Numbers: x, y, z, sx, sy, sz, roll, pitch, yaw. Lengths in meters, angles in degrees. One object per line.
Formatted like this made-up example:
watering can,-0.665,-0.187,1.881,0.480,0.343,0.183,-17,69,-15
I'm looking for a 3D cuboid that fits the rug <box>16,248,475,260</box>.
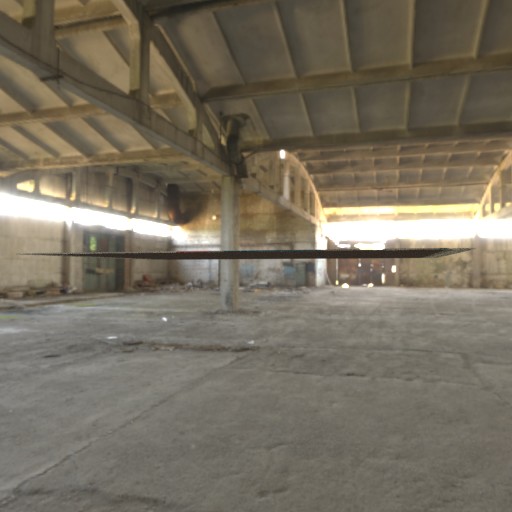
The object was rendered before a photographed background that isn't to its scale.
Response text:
rug,0.000,0.000,2.252,1.828,0.005,1.220,0,-2,17
